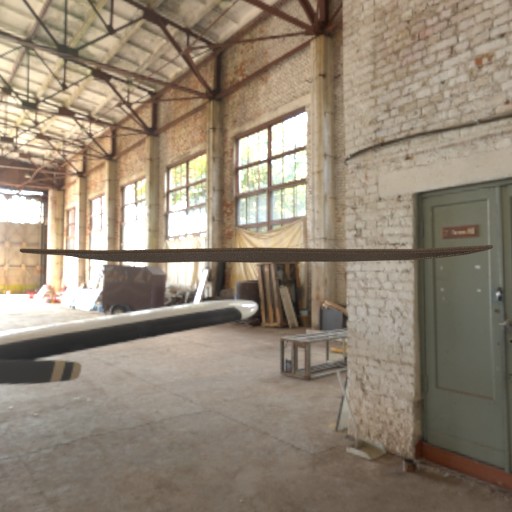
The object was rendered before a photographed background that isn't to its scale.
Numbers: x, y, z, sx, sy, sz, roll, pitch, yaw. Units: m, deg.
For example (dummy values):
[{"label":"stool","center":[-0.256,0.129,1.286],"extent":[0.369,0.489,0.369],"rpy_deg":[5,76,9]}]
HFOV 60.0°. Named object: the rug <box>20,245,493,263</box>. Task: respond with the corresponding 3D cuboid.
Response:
[{"label":"rug","center":[0.000,0.000,3.042],"extent":[2.430,0.053,1.553],"rpy_deg":[0,-2,-1]}]
